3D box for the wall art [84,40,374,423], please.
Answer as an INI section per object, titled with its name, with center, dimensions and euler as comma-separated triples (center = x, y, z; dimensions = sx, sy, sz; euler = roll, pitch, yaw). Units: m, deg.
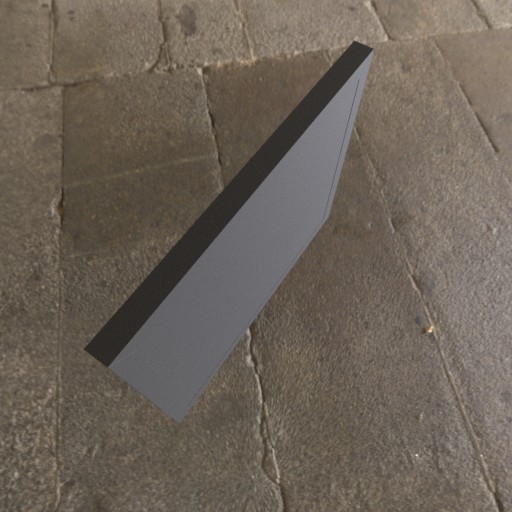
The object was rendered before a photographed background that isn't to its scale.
[wall art]
center = 0.000, 0.000, 0.538
dimensions = 0.024, 0.329, 0.404
euler = 31, 67, 15
